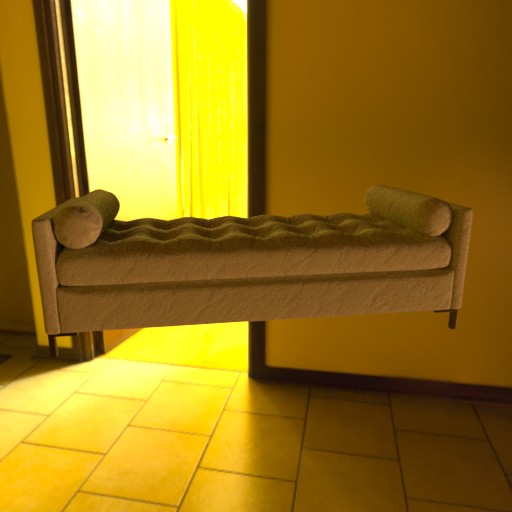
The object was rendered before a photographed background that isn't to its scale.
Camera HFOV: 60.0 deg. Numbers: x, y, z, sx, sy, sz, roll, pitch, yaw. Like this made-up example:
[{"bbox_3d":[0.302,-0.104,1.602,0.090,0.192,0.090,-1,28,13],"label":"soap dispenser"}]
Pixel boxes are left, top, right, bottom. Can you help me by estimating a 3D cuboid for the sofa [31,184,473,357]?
[{"bbox_3d":[0.000,0.000,2.486,2.102,0.705,0.796,-2,15,-9],"label":"sofa"}]
